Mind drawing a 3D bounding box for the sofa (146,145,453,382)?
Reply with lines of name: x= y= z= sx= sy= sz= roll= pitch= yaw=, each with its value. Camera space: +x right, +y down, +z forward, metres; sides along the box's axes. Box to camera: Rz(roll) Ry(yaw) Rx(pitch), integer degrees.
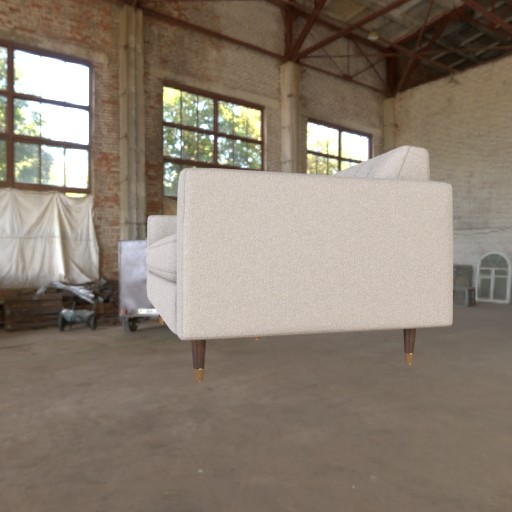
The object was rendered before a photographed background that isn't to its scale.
sofa: x=0.000 y=0.000 z=2.117 sx=0.950 sy=0.801 sz=1.585 roll=0 pitch=0 yaw=-17
